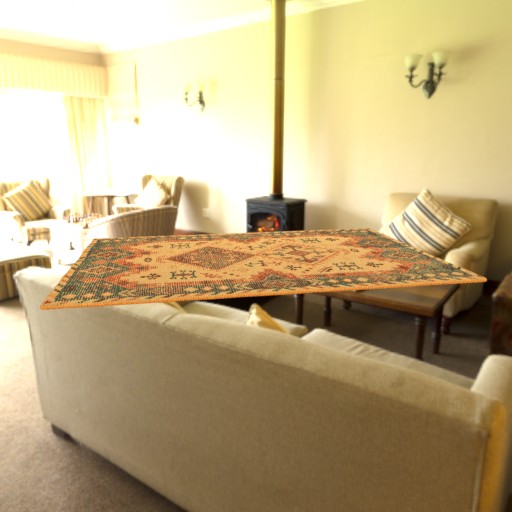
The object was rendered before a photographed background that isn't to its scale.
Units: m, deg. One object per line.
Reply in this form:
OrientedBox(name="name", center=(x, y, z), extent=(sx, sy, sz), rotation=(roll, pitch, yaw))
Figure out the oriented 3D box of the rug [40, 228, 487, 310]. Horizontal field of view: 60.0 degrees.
OrientedBox(name="rug", center=(0.000, 0.000, 2.349), extent=(1.840, 0.015, 1.225), rotation=(-3, 14, -10))
